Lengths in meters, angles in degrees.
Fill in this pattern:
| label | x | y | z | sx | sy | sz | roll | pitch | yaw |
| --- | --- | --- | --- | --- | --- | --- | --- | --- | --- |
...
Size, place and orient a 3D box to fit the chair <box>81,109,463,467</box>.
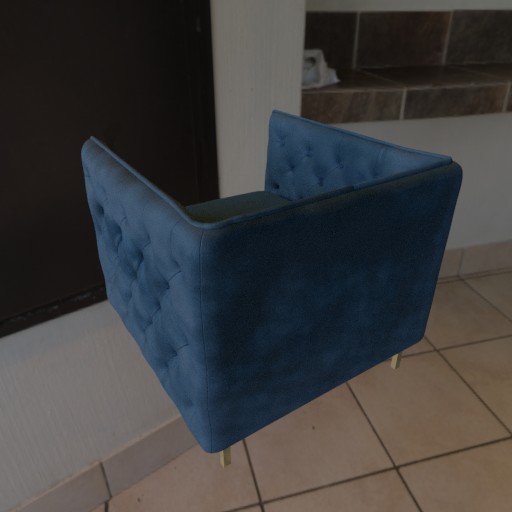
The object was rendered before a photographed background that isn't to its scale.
| label | x | y | z | sx | sy | sz | roll | pitch | yaw |
| --- | --- | --- | --- | --- | --- | --- | --- | --- | --- |
| chair | 0.000 | 0.000 | 1.505 | 0.868 | 0.771 | 0.877 | -18 | 35 | -28 |
